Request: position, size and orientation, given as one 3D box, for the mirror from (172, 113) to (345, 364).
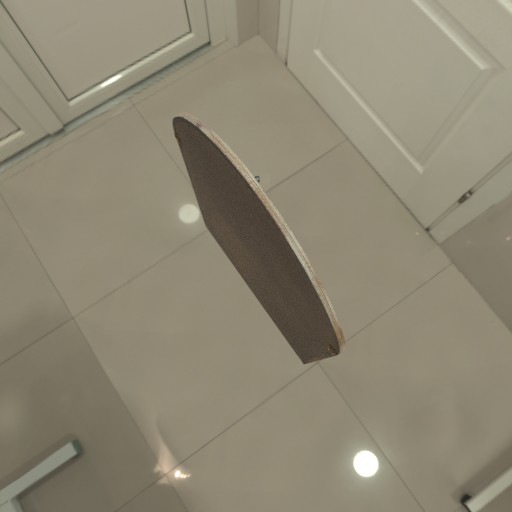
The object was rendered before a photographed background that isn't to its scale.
[{"bbox_3d":[0.000,0.000,1.136,0.032,0.915,0.609,-34,77,-9],"label":"mirror"}]
